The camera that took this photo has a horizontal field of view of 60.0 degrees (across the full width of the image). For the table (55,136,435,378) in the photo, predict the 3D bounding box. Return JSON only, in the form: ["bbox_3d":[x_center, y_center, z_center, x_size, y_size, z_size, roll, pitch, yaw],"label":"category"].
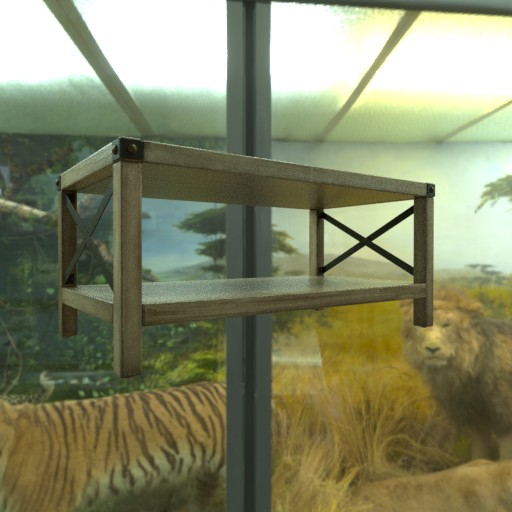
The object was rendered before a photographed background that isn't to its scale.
[{"bbox_3d":[0.000,0.000,1.330,1.016,0.456,0.559,0,1,-35],"label":"table"}]
